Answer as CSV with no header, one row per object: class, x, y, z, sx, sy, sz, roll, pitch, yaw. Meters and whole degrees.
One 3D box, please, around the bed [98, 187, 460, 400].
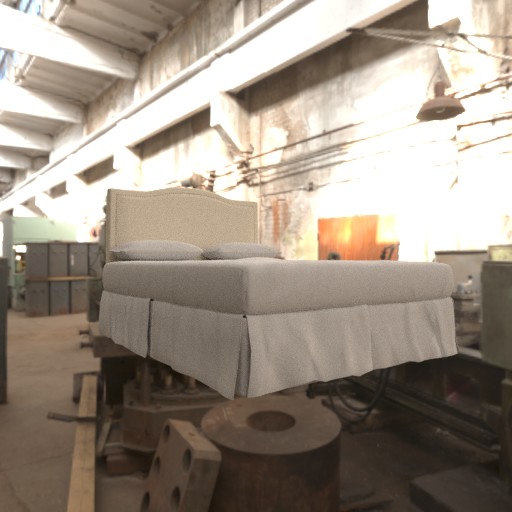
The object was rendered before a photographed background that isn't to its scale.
bed,0.000,0.000,3.650,1.977,1.437,2.477,0,-1,-36
